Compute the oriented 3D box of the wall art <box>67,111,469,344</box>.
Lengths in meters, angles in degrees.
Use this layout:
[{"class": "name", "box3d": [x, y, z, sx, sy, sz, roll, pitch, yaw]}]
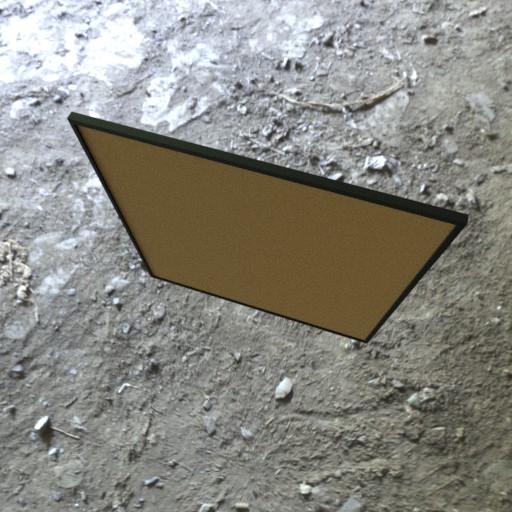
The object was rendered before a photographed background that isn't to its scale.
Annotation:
[{"class": "wall art", "box3d": [0.000, 0.000, 0.691, 0.458, 0.457, 0.013, 16, 65, 8]}]
